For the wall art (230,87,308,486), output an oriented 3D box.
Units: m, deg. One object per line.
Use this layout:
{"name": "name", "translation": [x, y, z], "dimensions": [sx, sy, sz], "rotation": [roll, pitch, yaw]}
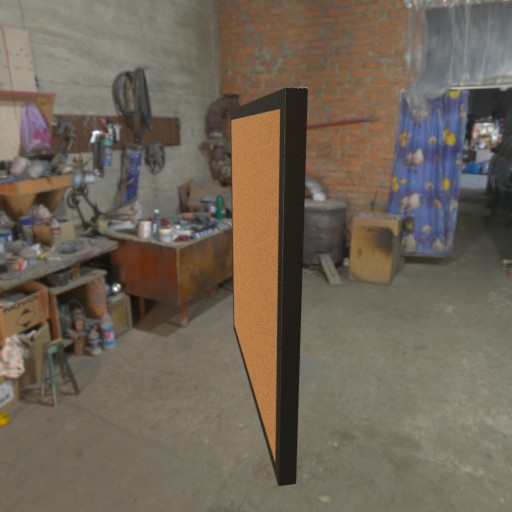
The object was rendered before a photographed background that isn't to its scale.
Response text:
{"name": "wall art", "translation": [0.000, 0.000, 1.168], "dimensions": [0.038, 0.765, 0.765], "rotation": [-3, 16, -9]}
